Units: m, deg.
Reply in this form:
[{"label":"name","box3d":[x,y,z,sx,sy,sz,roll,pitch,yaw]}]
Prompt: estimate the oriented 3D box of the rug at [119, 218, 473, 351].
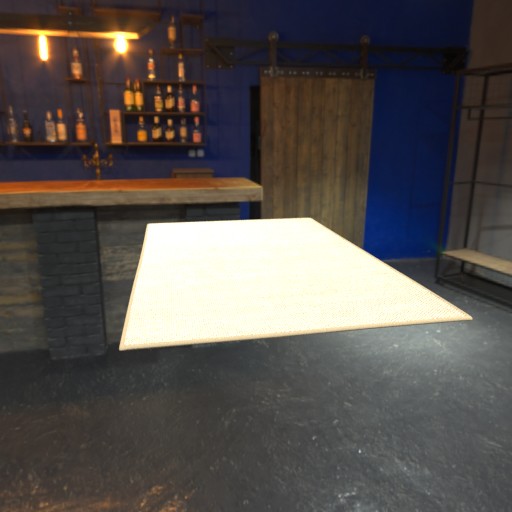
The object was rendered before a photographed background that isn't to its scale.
[{"label":"rug","box3d":[0.000,0.000,2.062,1.062,0.013,1.667,-3,16,-10]}]
